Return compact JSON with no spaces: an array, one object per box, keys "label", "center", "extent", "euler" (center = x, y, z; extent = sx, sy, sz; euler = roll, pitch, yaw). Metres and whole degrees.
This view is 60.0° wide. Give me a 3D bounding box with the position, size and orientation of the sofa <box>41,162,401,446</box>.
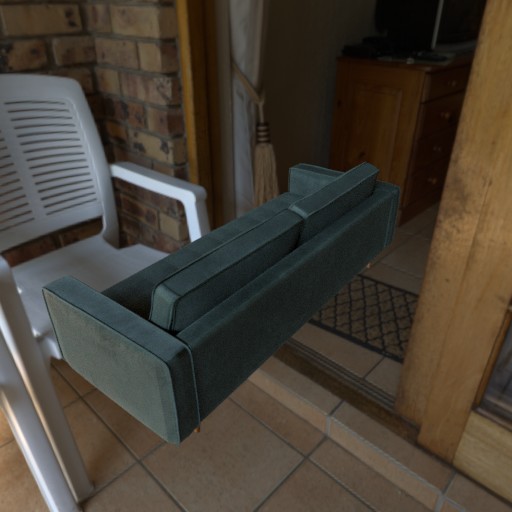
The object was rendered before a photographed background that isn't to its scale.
[{"label":"sofa","center":[0.000,0.000,2.656],"extent":[0.886,0.781,2.214],"euler":[21,37,32]}]
